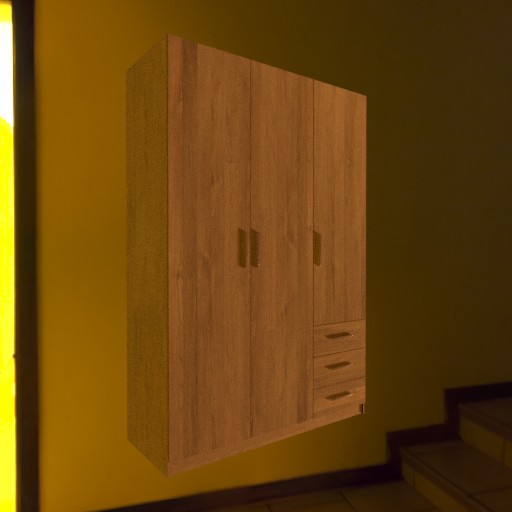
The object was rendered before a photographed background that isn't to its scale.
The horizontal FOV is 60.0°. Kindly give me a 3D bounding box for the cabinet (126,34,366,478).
[{"bbox_3d":[0.000,0.000,2.474,1.290,1.910,0.510,-1,1,-36],"label":"cabinet"}]
